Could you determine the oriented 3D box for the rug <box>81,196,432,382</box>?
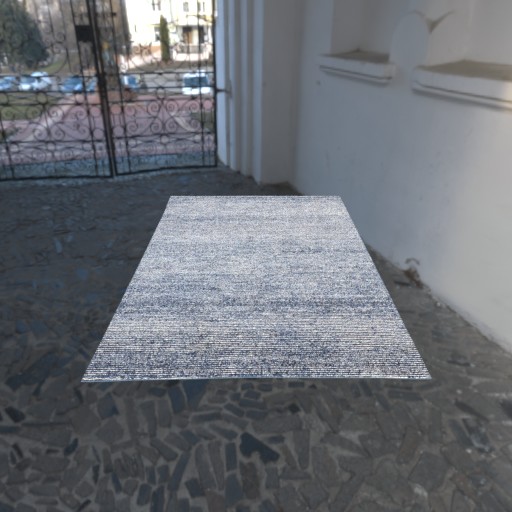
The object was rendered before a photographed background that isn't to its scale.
[{"bbox_3d":[0.000,0.000,2.195,1.135,0.010,1.740,0,28,0],"label":"rug"}]
